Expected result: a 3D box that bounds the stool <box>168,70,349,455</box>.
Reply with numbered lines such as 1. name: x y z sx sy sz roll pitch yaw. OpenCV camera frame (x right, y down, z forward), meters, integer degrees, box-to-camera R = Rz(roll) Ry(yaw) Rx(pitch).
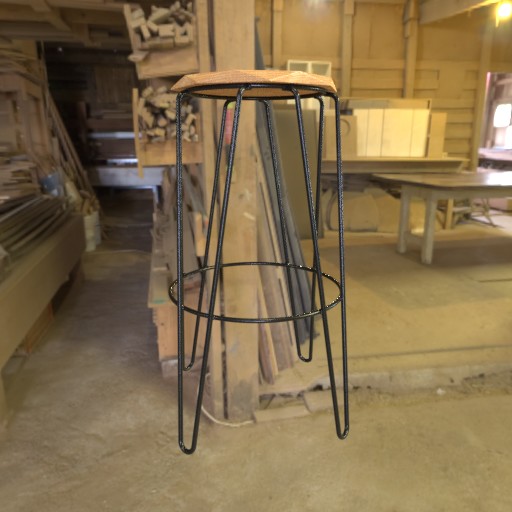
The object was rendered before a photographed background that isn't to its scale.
1. stool: 0.000 0.000 0.821 0.326 0.610 0.326 -2 15 -7
